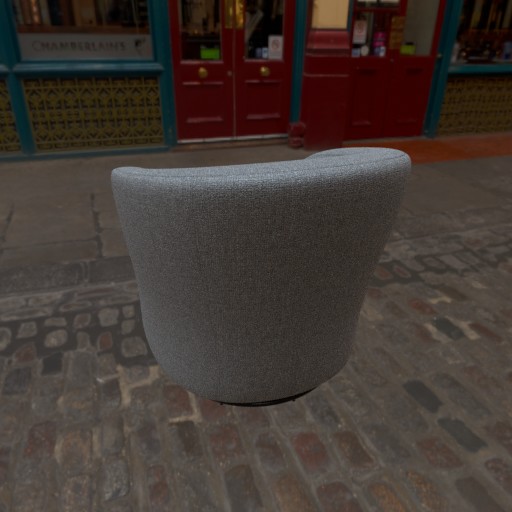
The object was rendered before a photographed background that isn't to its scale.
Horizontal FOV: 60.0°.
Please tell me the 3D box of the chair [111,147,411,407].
[{"bbox_3d":[0.000,0.000,1.388,0.791,0.771,0.815,-9,28,-17],"label":"chair"}]
